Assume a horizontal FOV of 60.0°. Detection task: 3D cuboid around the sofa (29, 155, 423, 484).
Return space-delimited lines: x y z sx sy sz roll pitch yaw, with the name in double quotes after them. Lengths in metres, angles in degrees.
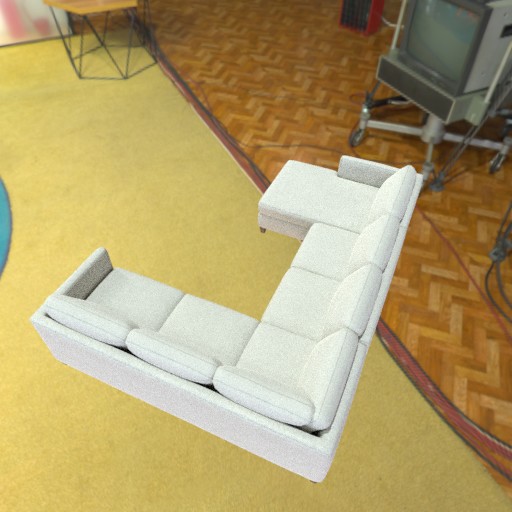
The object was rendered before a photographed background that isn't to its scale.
0.000 0.000 4.330 2.551 0.853 3.238 19 50 16 "sofa"
